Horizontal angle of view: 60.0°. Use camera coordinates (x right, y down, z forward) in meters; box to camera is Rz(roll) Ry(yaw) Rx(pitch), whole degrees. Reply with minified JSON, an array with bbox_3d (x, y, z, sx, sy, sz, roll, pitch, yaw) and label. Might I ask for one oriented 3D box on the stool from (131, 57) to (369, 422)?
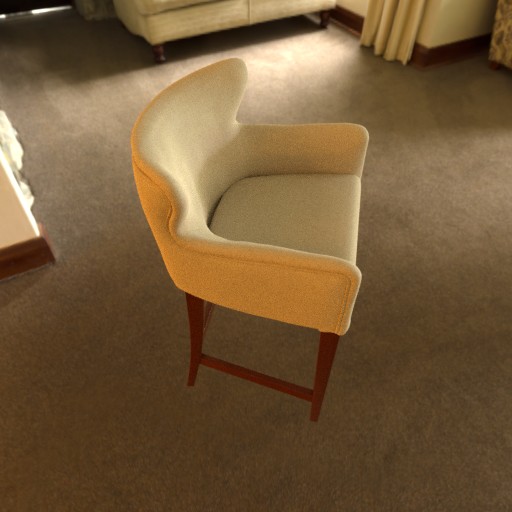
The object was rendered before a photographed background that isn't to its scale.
[{"bbox_3d":[0.000,0.000,1.354,0.570,0.951,0.601,9,47,8],"label":"stool"}]
